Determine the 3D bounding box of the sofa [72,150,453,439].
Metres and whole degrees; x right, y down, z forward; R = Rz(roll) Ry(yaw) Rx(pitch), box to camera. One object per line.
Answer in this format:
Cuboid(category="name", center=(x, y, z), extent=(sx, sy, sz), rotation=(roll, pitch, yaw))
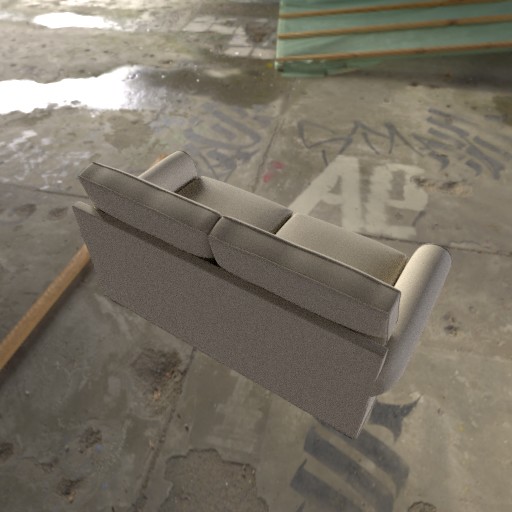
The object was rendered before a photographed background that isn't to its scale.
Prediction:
Cuboid(category="sofa", center=(0.000, 0.000, 2.324), extent=(1.774, 0.933, 0.861), rotation=(24, 50, 22))
